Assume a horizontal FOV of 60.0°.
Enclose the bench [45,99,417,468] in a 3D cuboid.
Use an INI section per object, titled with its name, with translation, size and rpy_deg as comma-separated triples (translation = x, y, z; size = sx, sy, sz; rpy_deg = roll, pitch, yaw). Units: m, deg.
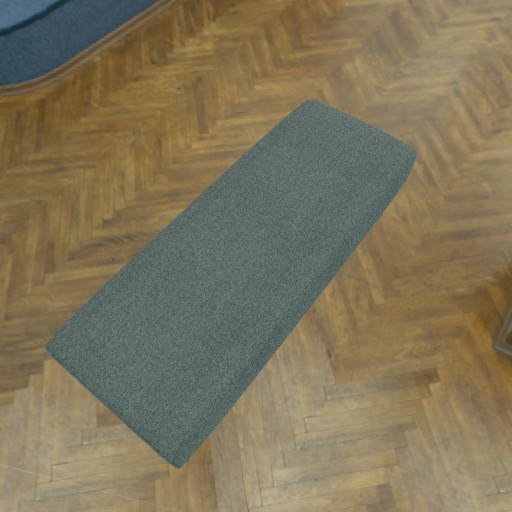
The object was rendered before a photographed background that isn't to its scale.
[bench]
translation = 0.000, 0.000, 1.852
size = 0.631, 0.384, 1.598
rpy_deg = 33, 64, 19
